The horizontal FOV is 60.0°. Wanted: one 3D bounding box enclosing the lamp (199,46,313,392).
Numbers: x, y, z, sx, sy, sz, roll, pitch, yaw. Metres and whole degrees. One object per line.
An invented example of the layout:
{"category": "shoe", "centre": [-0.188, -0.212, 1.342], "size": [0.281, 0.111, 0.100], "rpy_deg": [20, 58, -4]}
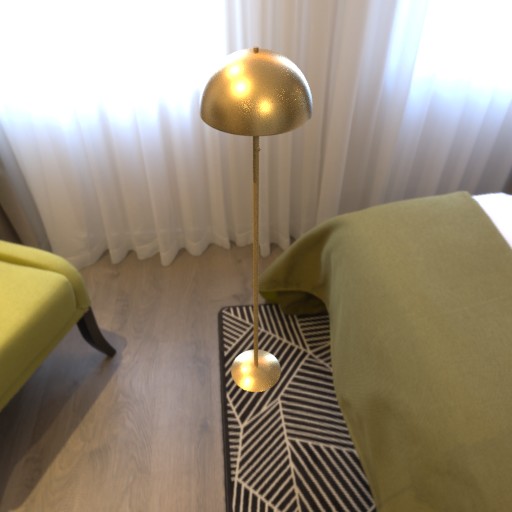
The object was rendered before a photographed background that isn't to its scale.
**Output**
{"category": "lamp", "centre": [0.000, 0.000, 1.666], "size": [0.328, 1.480, 0.328], "rpy_deg": [-26, 48, -26]}
